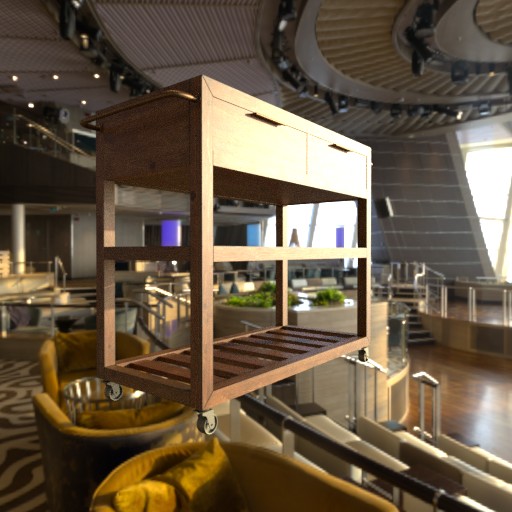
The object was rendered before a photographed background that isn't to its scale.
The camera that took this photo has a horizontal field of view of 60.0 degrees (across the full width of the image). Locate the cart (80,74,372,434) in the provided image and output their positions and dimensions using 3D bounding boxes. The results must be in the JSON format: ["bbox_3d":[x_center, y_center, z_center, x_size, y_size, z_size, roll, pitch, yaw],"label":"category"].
[{"bbox_3d":[0.000,0.000,1.490,0.445,0.830,1.065,1,1,38],"label":"cart"}]
